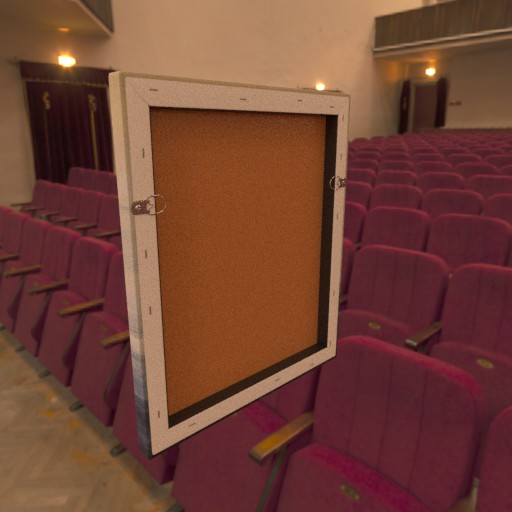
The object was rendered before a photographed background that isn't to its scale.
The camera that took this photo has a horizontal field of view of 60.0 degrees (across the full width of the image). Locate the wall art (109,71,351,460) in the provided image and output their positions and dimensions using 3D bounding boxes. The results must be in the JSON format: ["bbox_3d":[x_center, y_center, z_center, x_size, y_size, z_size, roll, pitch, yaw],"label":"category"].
[{"bbox_3d":[0.000,0.000,0.983,0.608,0.710,0.041,-14,21,-41],"label":"wall art"}]
